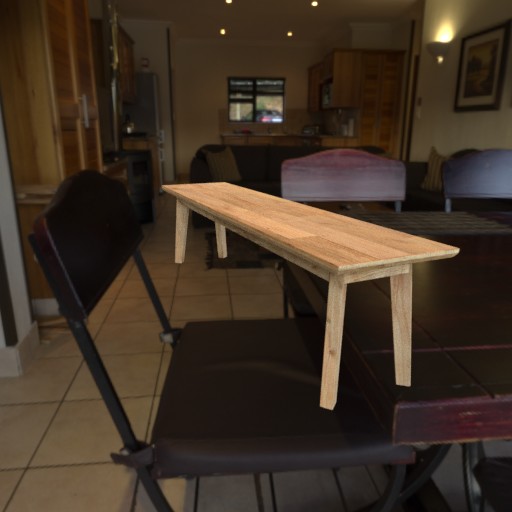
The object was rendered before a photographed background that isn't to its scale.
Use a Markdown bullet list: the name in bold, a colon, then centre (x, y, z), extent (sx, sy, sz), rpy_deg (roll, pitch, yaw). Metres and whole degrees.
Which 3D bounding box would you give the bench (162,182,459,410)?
- **bench**: centre (0.000, 0.000, 1.870), extent (0.378, 0.431, 1.698), rpy_deg (-7, 17, -24)
